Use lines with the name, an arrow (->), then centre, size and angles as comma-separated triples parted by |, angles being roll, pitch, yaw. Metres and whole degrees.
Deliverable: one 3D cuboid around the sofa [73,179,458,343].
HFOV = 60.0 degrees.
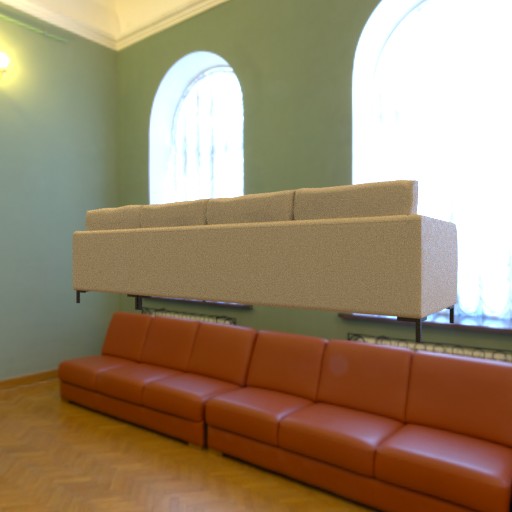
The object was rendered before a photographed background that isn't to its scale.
sofa -> 0.000, 0.000, 3.218 | 2.731, 0.755, 1.258 | 0, 0, 36
